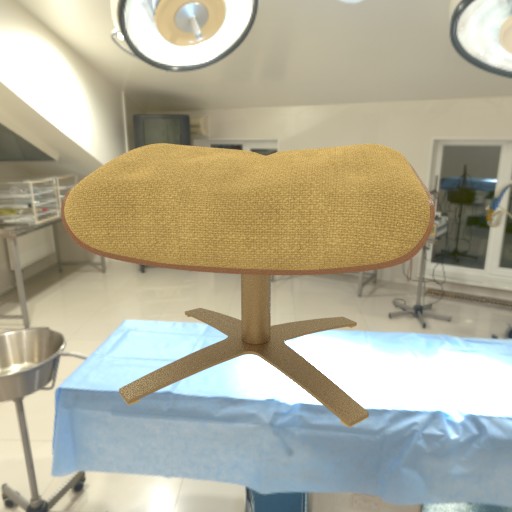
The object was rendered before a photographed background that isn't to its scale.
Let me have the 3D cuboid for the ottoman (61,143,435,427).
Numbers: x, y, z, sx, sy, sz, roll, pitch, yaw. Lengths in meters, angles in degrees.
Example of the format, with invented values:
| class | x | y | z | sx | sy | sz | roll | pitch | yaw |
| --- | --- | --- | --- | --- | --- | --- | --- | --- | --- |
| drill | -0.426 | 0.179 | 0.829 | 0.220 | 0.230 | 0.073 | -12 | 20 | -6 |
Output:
| class | x | y | z | sx | sy | sz | roll | pitch | yaw |
| --- | --- | --- | --- | --- | --- | --- | --- | --- | --- |
| ottoman | 0.000 | 0.000 | 0.797 | 0.520 | 0.391 | 0.394 | 2 | 15 | 9 |
